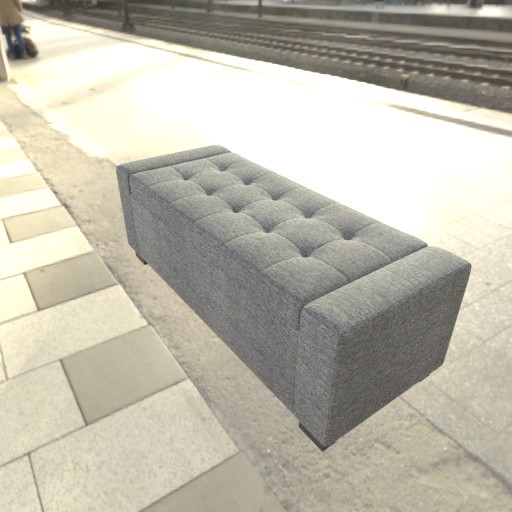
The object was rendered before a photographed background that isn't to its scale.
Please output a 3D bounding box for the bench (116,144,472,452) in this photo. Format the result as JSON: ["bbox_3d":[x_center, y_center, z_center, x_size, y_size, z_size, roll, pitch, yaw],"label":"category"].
[{"bbox_3d":[0.000,0.000,1.606,0.508,0.445,1.296,-21,37,-30],"label":"bench"}]
